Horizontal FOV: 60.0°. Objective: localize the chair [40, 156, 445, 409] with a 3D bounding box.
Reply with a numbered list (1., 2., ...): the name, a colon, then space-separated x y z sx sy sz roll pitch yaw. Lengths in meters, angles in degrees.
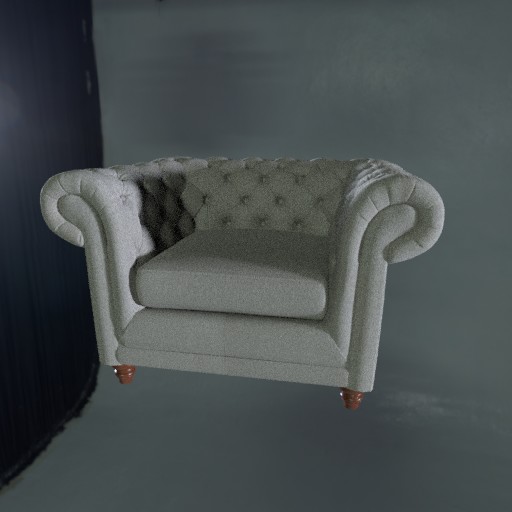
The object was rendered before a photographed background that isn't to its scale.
1. chair: 0.000 0.000 1.838 1.270 0.770 0.976 3 16 11
